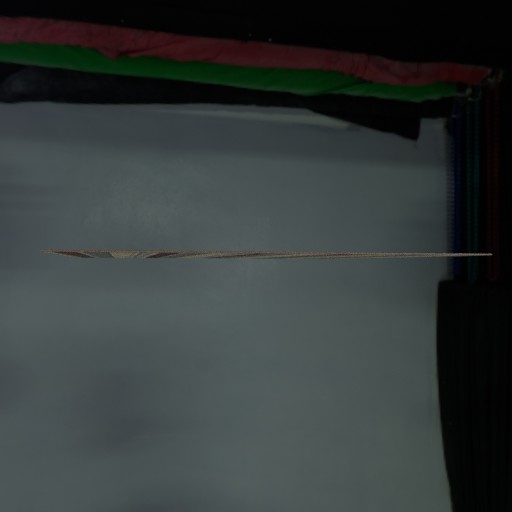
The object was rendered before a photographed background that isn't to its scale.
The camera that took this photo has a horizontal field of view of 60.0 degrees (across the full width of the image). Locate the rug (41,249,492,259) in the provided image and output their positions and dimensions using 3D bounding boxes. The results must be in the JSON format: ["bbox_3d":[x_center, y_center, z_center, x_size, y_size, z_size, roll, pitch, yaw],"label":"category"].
[{"bbox_3d":[0.000,0.000,2.284,1.829,0.008,1.219,0,-1,-17],"label":"rug"}]
